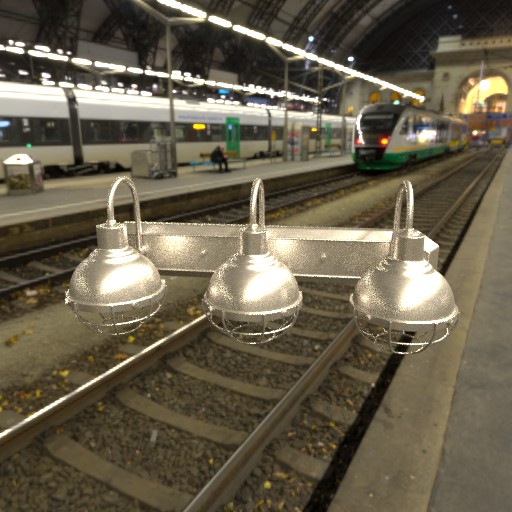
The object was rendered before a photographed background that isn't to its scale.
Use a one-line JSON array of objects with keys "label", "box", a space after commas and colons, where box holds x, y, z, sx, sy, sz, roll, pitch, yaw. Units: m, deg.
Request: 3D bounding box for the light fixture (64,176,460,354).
[{"label": "light fixture", "box": [0.000, 0.000, 0.742, 0.634, 0.254, 0.229, 2, 15, 8]}]
